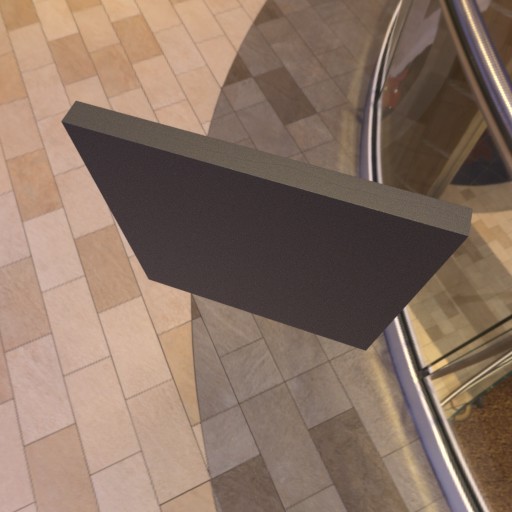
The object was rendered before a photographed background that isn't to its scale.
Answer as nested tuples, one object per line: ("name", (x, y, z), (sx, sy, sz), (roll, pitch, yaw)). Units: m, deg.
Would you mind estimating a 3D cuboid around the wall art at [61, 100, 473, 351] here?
("wall art", (0.000, 0.000, 0.758), (0.507, 0.507, 0.038), (17, 65, 8))
